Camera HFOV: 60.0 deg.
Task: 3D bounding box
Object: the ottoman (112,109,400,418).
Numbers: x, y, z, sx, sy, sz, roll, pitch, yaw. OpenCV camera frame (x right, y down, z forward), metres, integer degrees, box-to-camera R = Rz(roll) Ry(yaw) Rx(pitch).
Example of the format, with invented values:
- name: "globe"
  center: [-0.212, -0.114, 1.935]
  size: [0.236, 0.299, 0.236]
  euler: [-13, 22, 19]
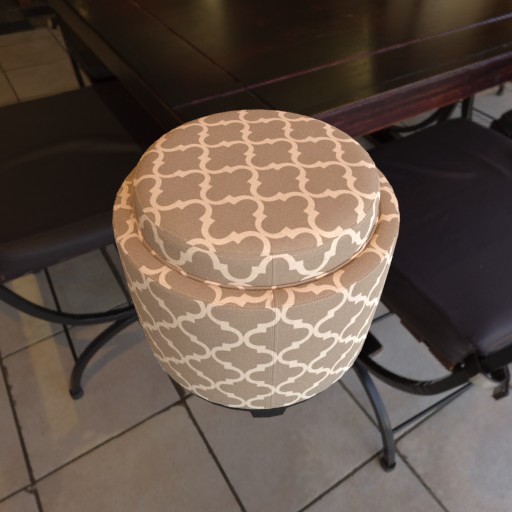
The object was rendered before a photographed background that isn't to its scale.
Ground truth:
- name: "ottoman"
  center: [0.000, 0.000, 0.847]
  size: [0.480, 0.429, 0.480]
  euler: [0, 46, 0]
